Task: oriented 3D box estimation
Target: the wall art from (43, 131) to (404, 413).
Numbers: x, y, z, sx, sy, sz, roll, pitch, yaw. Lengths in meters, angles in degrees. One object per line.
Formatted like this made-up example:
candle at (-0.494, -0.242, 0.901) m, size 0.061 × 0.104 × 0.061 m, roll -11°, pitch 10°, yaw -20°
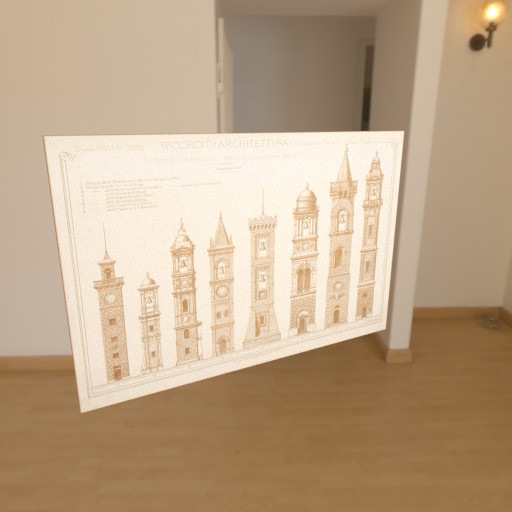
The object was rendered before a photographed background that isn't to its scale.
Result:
wall art at (0.000, 0.000, 1.135) m, size 0.915 × 0.608 × 0.033 m, roll -9°, pitch 19°, yaw -26°
